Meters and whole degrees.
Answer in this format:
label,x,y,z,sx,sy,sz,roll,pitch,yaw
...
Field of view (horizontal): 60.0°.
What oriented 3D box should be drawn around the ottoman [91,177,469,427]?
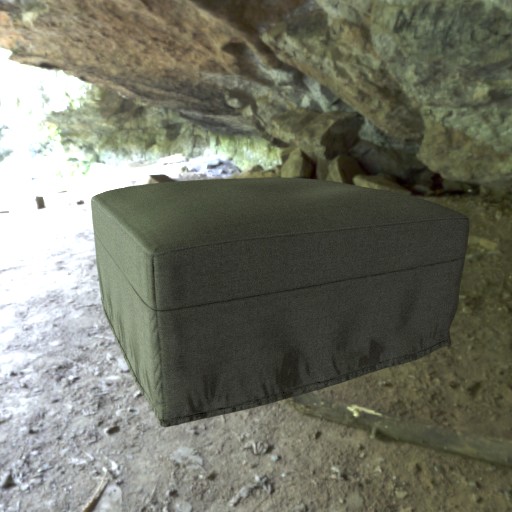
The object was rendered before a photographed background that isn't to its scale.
label,x,y,z,sx,sy,sz,roll,pitch,yaw
ottoman,0.000,0.000,1.334,0.840,0.436,0.843,-8,17,-26
